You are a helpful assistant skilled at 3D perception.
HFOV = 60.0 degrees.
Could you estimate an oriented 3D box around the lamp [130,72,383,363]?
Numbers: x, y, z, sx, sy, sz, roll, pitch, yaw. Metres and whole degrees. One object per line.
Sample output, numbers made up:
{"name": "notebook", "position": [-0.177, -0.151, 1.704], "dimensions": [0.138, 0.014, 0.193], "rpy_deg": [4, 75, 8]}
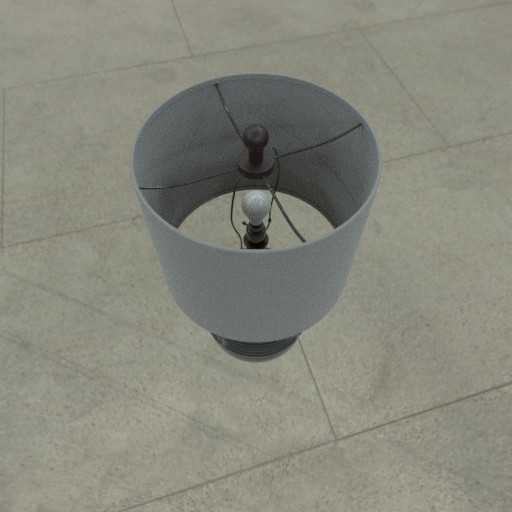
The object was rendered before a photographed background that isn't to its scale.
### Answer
{"name": "lamp", "position": [0.000, 0.000, 0.770], "dimensions": [0.318, 0.567, 0.318], "rpy_deg": [0, 57, 0]}
